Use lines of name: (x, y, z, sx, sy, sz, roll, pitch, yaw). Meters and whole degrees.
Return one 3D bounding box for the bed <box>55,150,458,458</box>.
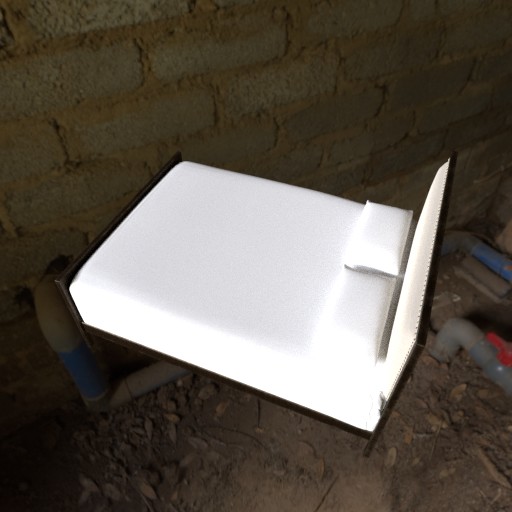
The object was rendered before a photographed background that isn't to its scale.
bed: (0.000, 0.000, 3.171, 2.221, 1.313, 1.607, 16, 48, 15)
